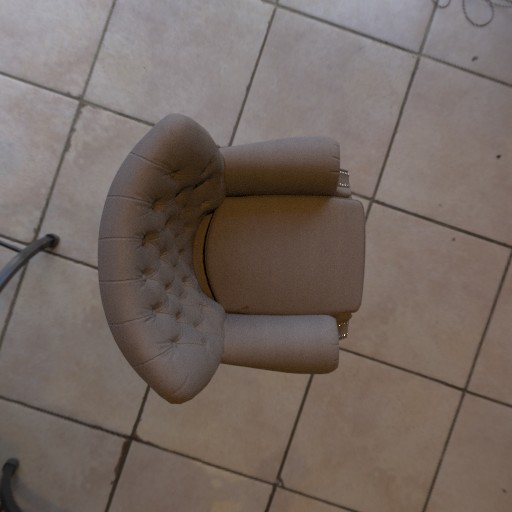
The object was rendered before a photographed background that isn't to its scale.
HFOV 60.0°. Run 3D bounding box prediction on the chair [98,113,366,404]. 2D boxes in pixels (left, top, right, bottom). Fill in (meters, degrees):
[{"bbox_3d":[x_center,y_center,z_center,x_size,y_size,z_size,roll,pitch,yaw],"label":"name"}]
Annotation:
[{"bbox_3d":[0.000,0.000,1.843,0.983,1.046,0.983,0,92,-1],"label":"chair"}]
